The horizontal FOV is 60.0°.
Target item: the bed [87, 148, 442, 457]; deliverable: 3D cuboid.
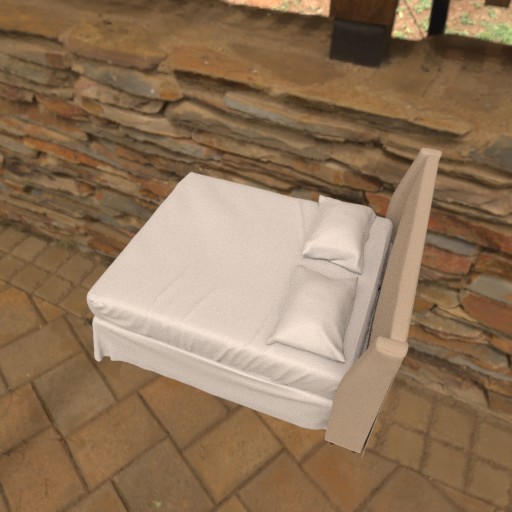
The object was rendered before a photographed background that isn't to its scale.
[{"bbox_3d":[0.000,0.000,3.446,2.276,1.332,1.925,16,48,15],"label":"bed"}]
